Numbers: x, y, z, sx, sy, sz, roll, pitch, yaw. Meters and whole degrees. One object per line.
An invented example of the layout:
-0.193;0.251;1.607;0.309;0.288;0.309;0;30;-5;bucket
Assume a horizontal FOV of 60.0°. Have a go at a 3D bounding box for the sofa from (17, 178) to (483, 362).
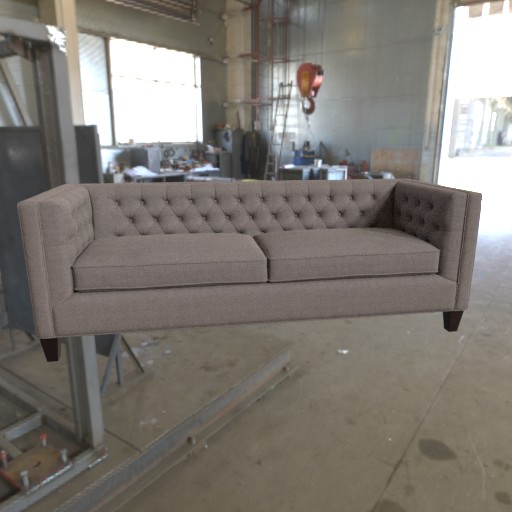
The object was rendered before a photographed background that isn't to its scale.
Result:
0.000;0.000;2.480;2.159;0.762;0.775;-2;15;-9;sofa
